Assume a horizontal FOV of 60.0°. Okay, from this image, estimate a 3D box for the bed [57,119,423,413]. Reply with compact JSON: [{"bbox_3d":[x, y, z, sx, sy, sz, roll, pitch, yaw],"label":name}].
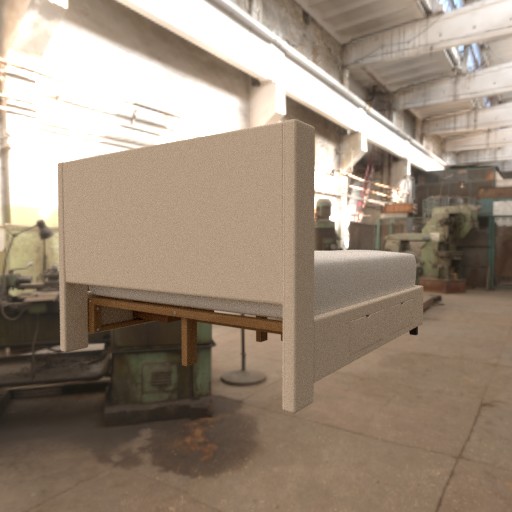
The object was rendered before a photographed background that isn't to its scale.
[{"bbox_3d":[0.000,0.000,3.734,2.145,1.471,2.293,2,3,36],"label":"bed"}]
